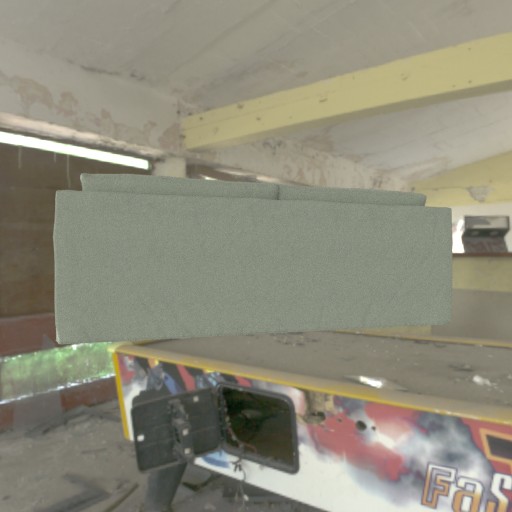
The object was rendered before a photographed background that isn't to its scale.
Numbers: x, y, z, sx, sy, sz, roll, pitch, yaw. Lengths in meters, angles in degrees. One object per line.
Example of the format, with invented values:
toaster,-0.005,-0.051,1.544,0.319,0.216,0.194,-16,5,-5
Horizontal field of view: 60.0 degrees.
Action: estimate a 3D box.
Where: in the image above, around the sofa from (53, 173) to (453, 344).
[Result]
sofa,0.000,0.000,2.855,2.312,0.853,0.962,0,-1,-18
